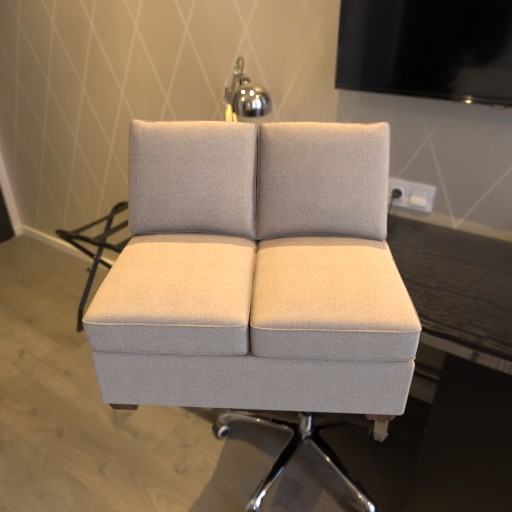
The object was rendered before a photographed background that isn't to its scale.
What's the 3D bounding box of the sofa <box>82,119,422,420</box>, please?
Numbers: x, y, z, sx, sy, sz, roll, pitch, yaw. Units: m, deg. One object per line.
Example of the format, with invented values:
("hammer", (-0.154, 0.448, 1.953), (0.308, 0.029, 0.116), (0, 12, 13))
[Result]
("sofa", (0.000, 0.000, 1.952), (1.232, 1.006, 0.978), (1, 30, 3))
